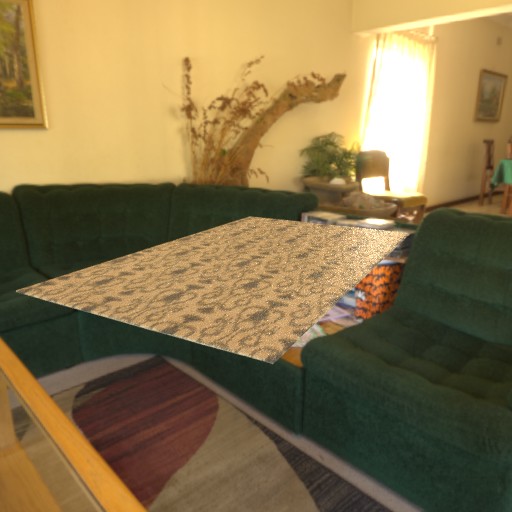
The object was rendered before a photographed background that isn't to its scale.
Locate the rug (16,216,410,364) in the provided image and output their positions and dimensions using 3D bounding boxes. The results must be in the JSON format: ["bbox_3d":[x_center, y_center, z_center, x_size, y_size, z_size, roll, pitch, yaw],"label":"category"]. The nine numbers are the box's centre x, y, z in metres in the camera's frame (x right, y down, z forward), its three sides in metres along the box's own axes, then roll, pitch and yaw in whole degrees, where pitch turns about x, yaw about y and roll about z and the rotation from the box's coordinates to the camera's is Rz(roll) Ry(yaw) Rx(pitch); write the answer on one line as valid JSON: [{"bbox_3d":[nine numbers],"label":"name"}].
[{"bbox_3d":[0.000,0.000,2.022,1.035,0.006,1.652,9,18,28],"label":"rug"}]
